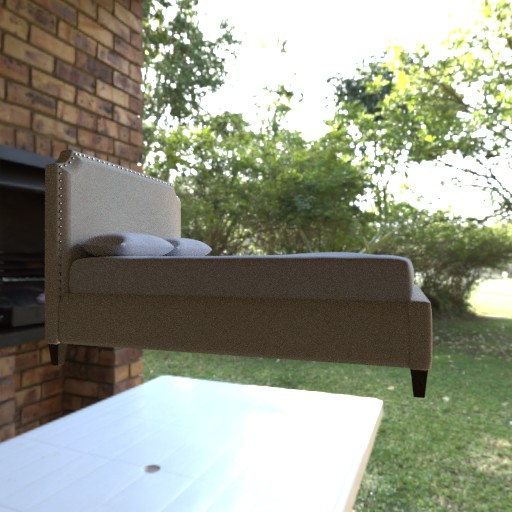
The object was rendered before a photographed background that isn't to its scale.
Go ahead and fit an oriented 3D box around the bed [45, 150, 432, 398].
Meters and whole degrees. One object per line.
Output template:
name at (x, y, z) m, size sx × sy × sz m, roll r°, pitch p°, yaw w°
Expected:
bed at (0.000, 0.000, 3.365) m, size 2.381 × 1.457 × 1.713 m, roll 0°, pitch -1°, yaw 18°
